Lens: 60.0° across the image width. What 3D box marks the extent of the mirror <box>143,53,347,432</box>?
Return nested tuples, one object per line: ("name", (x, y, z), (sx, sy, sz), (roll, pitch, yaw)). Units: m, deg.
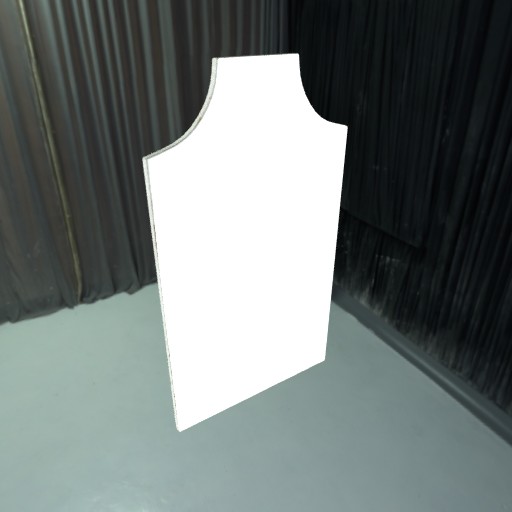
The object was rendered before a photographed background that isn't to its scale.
("mirror", (0.000, 0.000, 0.868), (0.403, 0.717, 0.022), (-18, 33, -29))
